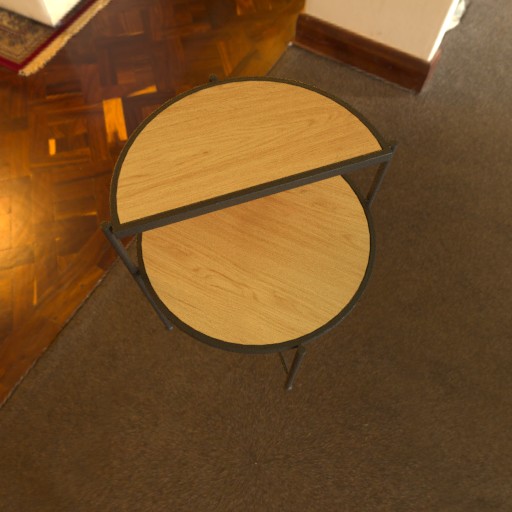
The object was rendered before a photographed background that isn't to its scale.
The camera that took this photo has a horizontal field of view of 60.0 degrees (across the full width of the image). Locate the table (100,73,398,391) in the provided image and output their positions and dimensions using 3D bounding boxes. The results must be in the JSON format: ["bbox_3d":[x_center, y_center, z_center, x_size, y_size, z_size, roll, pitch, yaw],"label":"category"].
[{"bbox_3d":[0.000,0.000,1.181,0.629,0.684,0.628,-17,66,-8],"label":"table"}]
